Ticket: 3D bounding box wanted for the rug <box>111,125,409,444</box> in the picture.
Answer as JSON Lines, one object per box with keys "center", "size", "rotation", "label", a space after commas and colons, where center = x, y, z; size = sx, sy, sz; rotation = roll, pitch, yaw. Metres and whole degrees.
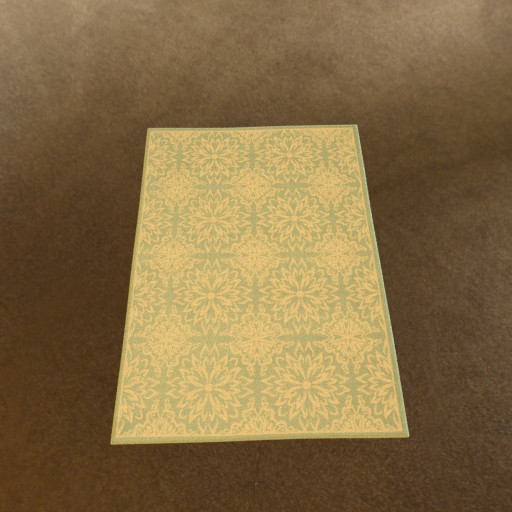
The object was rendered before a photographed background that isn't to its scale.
{"center": [0.000, 0.000, 2.855], "size": [1.589, 0.014, 2.205], "rotation": [-1, 63, -1], "label": "rug"}
